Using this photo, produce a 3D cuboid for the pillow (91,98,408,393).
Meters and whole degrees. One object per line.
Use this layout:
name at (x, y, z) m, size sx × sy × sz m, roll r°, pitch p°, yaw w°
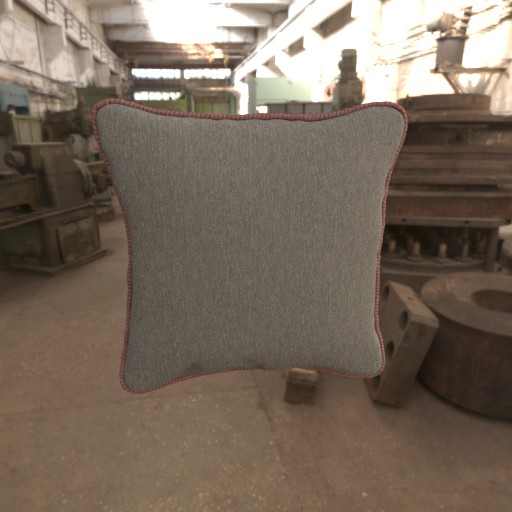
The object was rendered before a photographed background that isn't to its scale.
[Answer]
pillow at (0.000, 0.000, 0.736) m, size 0.482 × 0.491 × 0.124 m, roll -2°, pitch 17°, yaw -6°
